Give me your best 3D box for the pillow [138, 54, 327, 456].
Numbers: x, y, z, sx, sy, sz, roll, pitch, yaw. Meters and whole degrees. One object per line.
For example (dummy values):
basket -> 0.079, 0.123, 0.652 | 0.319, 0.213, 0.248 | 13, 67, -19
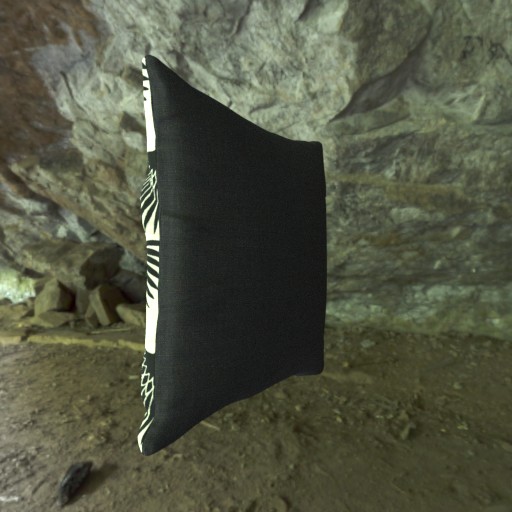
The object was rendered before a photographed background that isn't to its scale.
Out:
pillow -> 0.000, 0.000, 0.654 | 0.139, 0.432, 0.432 | -1, -1, 34
